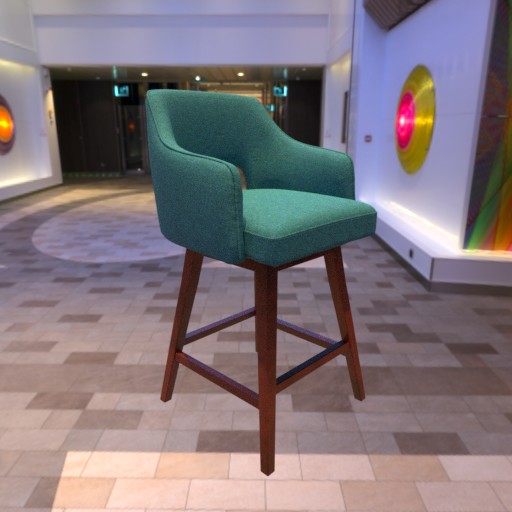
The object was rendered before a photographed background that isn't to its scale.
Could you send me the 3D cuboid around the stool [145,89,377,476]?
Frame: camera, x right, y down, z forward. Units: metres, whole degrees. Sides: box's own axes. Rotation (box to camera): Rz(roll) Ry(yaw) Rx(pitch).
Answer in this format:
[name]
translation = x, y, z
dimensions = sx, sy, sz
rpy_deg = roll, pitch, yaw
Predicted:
[stool]
translation = 0.000, 0.000, 1.335
dimensions = 0.556, 0.961, 0.548
rpy_deg = 15, 22, 42
